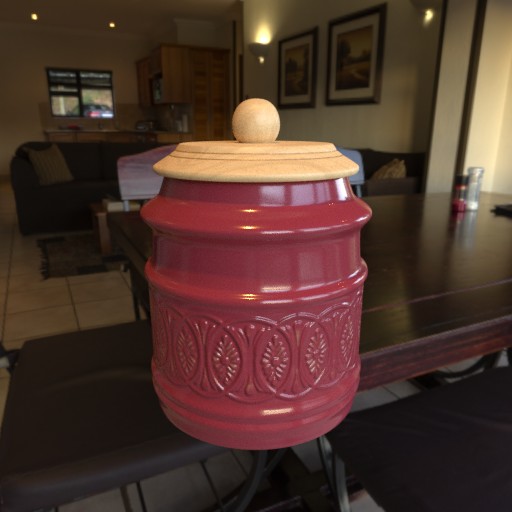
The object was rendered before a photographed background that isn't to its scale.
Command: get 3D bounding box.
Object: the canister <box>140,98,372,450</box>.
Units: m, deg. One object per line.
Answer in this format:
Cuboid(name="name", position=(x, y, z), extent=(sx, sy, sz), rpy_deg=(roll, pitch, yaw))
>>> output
Cuboid(name="canister", position=(0.000, 0.000, 0.263), extent=(0.130, 0.176, 0.130), rpy_deg=(0, 16, 0))
